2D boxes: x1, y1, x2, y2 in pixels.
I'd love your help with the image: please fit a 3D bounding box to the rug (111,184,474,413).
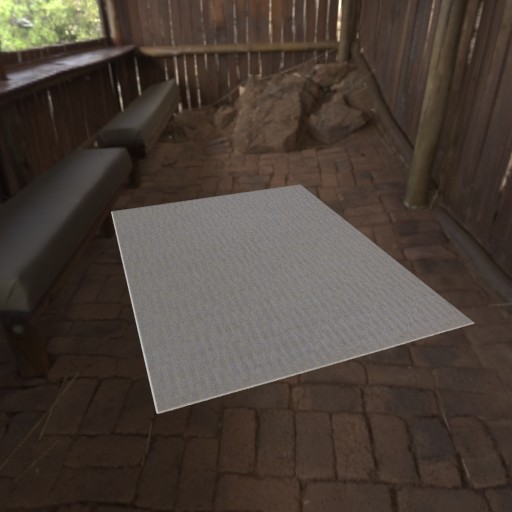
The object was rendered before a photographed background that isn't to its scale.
[{"bbox_3d":[0.000,0.000,4.236,2.410,0.021,3.055,-11,32,-18],"label":"rug"}]
